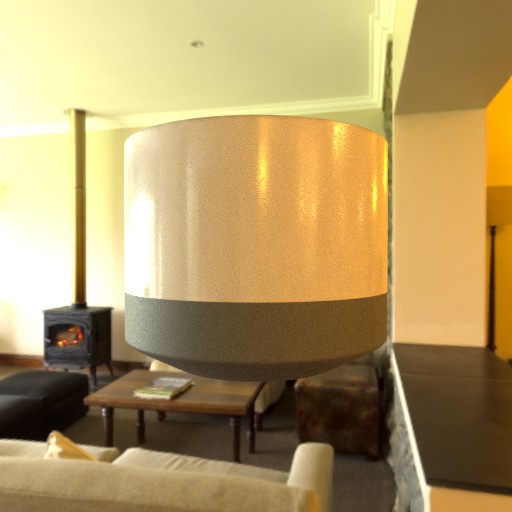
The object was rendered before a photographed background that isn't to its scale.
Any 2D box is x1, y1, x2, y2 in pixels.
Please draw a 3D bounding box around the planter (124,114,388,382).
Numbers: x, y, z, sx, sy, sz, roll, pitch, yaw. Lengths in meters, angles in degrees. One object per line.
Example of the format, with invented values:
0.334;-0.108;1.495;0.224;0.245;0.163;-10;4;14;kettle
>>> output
0.000;0.000;0.226;0.128;0.105;0.128;0;1;0;planter
